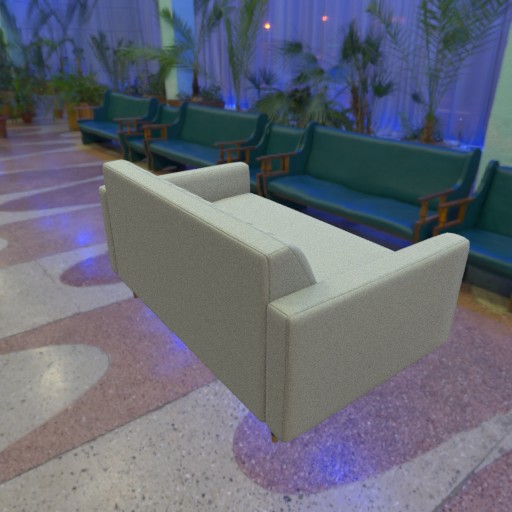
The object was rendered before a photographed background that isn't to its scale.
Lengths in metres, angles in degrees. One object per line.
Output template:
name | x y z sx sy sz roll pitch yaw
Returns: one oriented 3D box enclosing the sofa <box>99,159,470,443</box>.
sofa | 0.000 0.000 2.150 0.950 0.801 1.585 -18 31 -33
